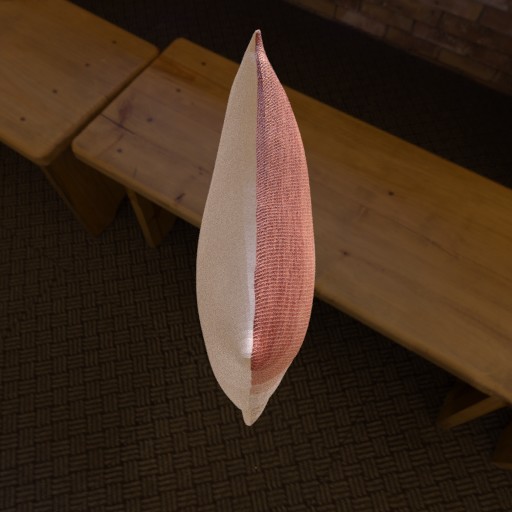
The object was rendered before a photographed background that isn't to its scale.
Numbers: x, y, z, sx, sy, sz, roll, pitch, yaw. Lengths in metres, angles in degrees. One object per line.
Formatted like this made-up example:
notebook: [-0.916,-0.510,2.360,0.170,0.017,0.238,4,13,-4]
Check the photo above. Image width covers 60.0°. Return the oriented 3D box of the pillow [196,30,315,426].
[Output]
pillow: [0.000,0.000,0.661,0.182,0.441,0.440,1,64,0]
